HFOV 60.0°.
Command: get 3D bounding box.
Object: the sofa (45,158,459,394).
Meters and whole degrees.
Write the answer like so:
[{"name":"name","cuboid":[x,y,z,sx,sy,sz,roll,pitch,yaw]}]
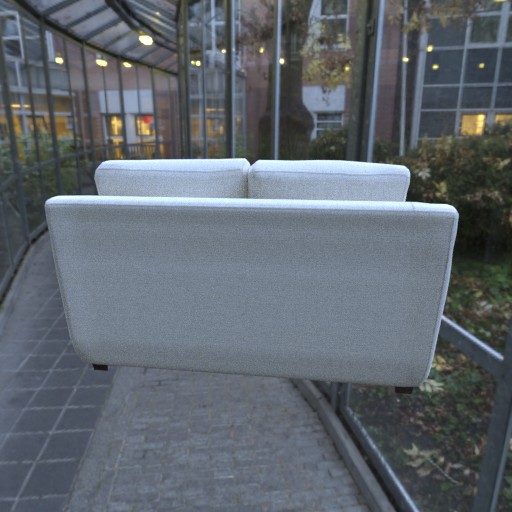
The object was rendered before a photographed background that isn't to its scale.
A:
[{"name":"sofa","cuboid":[0.000,0.000,2.357,1.744,1.047,1.040,2,16,8]}]
